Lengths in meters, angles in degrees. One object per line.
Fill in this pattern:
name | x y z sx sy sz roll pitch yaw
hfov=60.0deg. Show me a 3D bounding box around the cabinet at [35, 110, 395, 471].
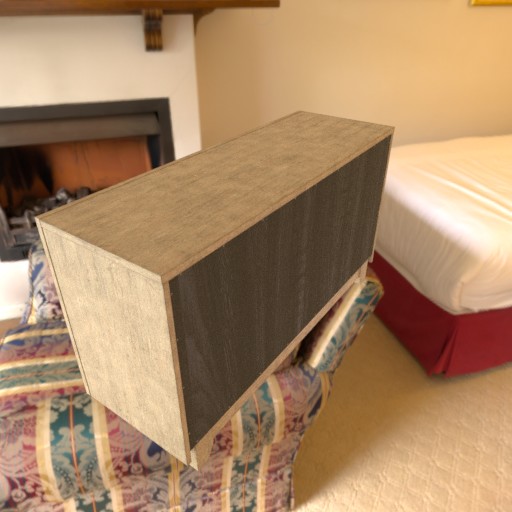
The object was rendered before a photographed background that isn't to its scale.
cabinet | 0.000 0.000 1.852 0.511 0.825 1.460 21 38 29
